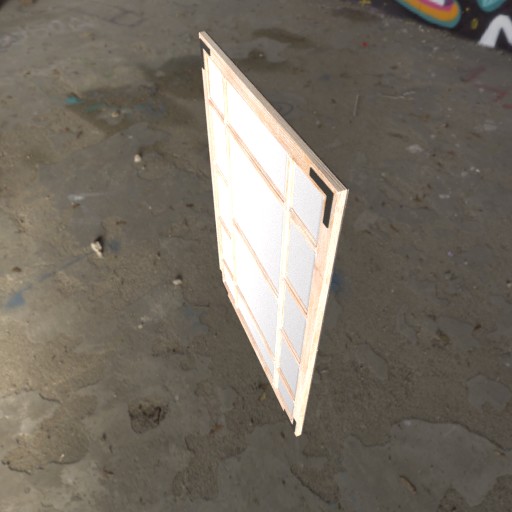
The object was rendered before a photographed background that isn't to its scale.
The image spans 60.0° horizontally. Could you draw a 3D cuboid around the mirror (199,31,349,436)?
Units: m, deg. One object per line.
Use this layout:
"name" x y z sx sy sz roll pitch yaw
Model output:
"mirror" 0.000 0.000 1.281 0.025 0.996 0.705 -17 49 -16
